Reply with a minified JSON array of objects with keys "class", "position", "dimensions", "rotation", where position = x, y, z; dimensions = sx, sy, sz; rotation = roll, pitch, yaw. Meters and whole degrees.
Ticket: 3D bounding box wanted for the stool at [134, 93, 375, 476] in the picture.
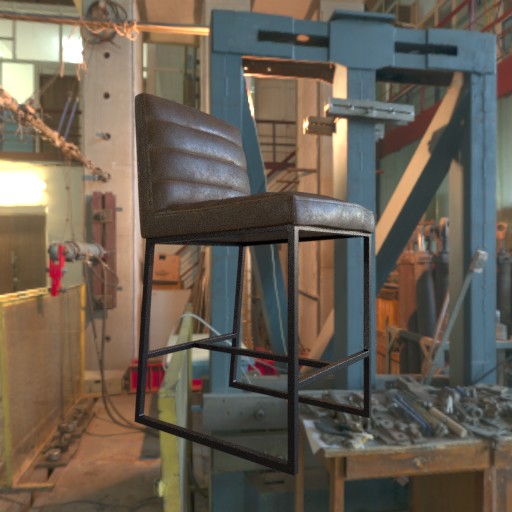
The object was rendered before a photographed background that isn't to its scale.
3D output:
[{"class":"stool","position":[0.000,0.000,1.278],"dimensions":[0.562,0.942,0.463],"rotation":[0,0,36]}]
